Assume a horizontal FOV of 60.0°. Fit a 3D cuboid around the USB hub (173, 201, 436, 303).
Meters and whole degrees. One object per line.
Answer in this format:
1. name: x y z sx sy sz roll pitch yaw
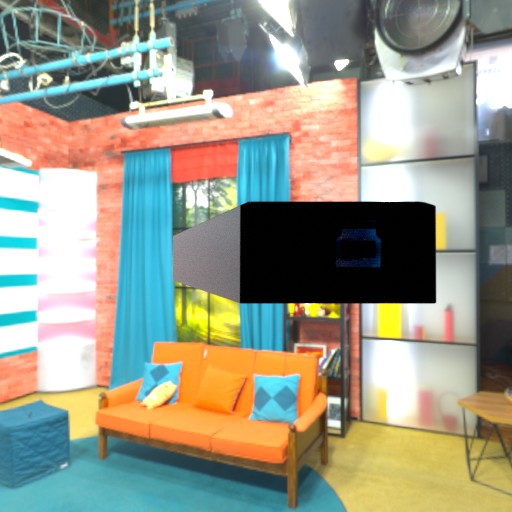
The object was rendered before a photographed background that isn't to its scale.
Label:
1. USB hub: 0.000 0.000 0.162 0.044 0.023 0.145 0 -1 -17
